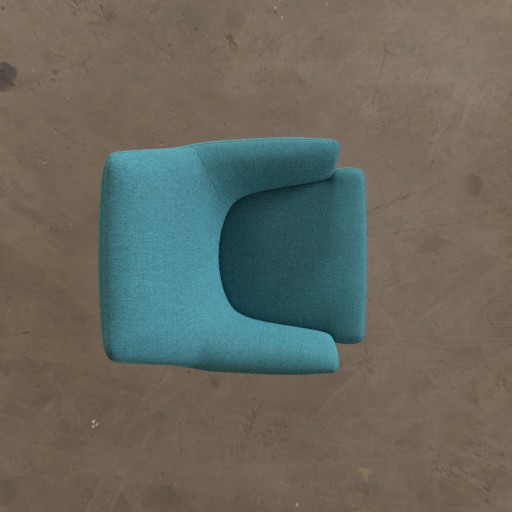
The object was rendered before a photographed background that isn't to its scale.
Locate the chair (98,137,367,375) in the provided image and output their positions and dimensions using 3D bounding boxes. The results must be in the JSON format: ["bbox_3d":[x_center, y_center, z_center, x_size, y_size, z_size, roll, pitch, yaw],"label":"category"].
[{"bbox_3d":[0.000,0.000,1.353,0.677,0.874,0.642,0,90,0],"label":"chair"}]
